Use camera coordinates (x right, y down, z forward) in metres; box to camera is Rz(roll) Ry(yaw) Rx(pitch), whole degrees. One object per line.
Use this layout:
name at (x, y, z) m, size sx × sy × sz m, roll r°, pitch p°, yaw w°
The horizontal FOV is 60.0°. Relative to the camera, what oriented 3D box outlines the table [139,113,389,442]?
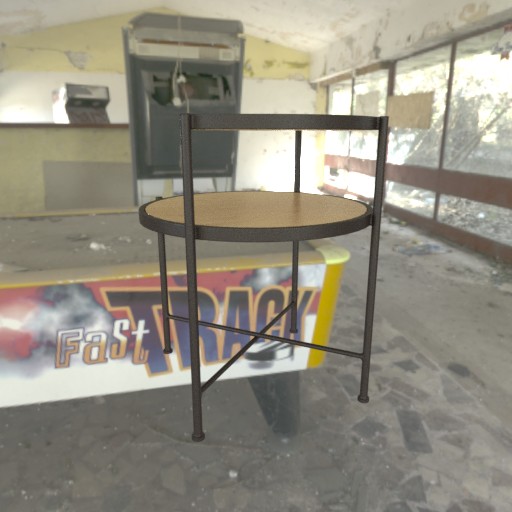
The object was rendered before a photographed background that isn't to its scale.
table at (0.000, 0.000, 1.151) m, size 0.628 × 0.684 × 0.629 m, roll 7°, pitch 17°, yaw 24°
